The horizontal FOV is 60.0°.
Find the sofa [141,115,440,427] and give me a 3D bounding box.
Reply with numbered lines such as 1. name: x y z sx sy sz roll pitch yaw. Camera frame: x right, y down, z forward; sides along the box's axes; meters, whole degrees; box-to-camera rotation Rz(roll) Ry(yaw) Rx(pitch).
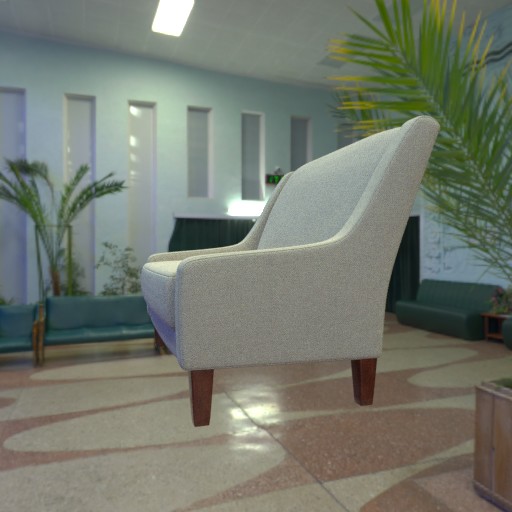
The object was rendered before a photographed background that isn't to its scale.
1. sofa: 0.000 0.000 1.945 0.946 0.976 1.212 0 1 -18
